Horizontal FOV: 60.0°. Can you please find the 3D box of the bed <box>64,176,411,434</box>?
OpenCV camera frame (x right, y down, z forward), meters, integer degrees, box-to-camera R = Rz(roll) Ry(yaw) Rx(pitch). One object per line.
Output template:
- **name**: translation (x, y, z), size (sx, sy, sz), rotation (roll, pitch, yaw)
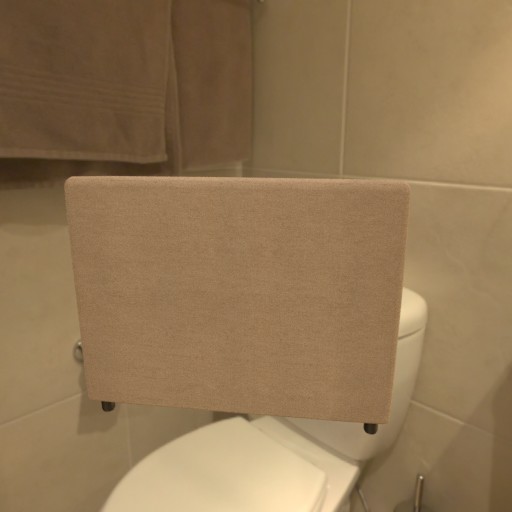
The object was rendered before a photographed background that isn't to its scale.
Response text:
- **bed**: translation (0.000, 0.000, 3.239), size (1.713, 1.330, 2.162), rotation (2, 16, 7)
